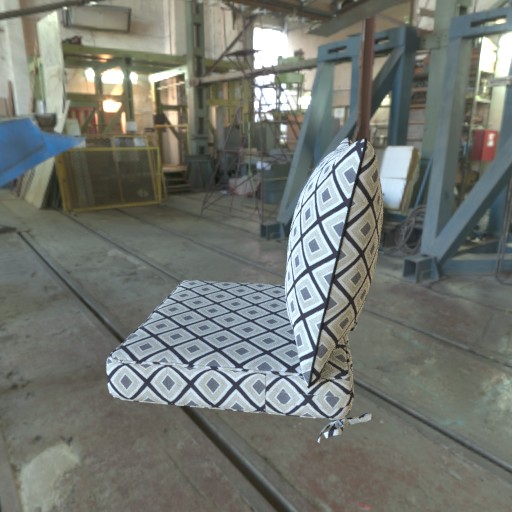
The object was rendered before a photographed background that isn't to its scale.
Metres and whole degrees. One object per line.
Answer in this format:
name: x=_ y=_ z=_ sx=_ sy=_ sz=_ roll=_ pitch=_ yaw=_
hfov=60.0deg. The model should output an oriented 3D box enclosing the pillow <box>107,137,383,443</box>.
pillow: x=0.000 y=0.000 z=1.385 sx=0.733 sy=0.722 sz=0.798 roll=2 pitch=16 yaw=8
